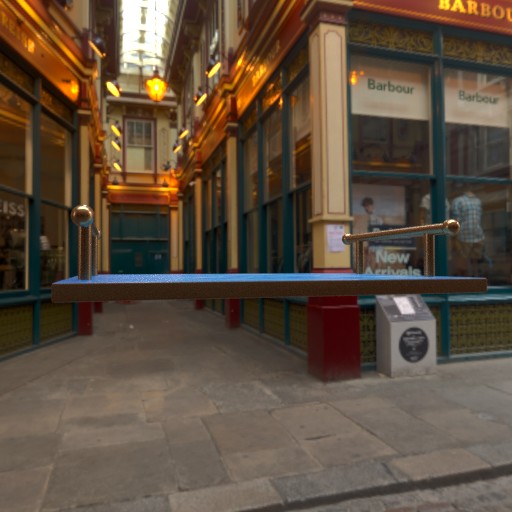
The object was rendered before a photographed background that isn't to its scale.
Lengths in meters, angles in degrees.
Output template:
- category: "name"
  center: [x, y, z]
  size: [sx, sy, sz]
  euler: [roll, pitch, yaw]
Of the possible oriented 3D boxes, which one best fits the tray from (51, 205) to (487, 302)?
- category: "tray"
  center: [0.000, 0.000, 0.570]
  size: [0.444, 0.084, 0.304]
  euler: [0, -1, -18]
